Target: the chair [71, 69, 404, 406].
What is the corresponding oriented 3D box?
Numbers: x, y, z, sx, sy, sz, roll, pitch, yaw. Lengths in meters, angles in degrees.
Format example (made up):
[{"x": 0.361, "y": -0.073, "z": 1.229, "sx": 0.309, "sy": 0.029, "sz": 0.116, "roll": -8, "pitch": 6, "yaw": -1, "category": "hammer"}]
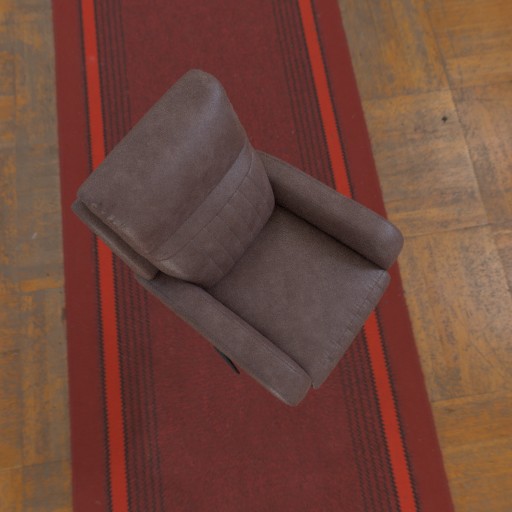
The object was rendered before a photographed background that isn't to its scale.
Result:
[{"x": 0.000, "y": 0.000, "z": 1.848, "sx": 1.067, "sy": 1.067, "sz": 0.865, "roll": 35, "pitch": 78, "yaw": 9, "category": "chair"}]
